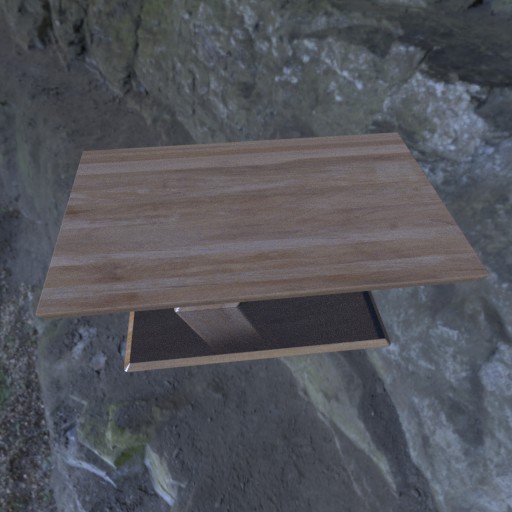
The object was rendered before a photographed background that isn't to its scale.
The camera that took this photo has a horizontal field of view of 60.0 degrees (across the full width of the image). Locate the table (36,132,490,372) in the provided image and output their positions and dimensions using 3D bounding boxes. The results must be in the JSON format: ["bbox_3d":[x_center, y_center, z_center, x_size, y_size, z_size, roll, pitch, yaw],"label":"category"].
[{"bbox_3d":[0.000,0.000,1.461,1.100,0.441,0.692,-5,46,-4],"label":"table"}]
